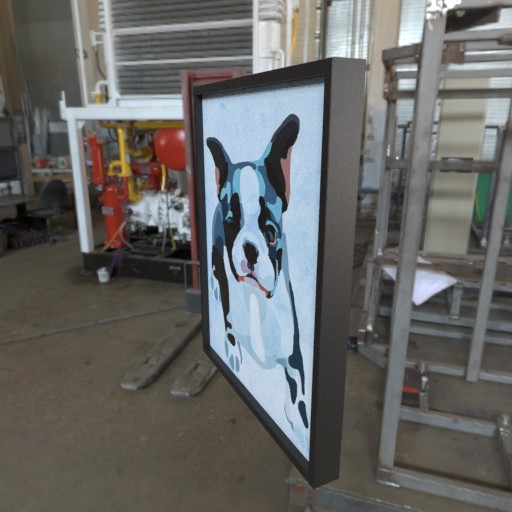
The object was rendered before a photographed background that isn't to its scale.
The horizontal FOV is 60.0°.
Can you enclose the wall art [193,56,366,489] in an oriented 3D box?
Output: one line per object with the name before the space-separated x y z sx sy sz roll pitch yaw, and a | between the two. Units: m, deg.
wall art | 0.000 0.000 0.490 0.030 0.369 0.294 -8 18 -26
